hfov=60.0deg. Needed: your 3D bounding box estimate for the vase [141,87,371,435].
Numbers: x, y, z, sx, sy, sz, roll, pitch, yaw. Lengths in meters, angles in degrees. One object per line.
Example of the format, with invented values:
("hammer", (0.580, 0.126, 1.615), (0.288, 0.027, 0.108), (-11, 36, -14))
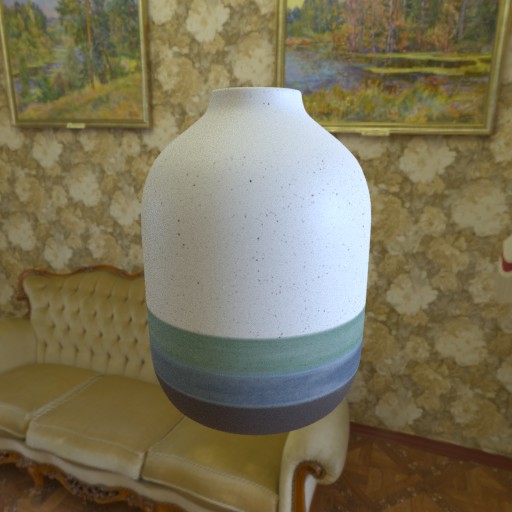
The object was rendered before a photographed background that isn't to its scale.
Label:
("vase", (0.000, 0.000, 0.344), (0.169, 0.240, 0.169), (0, 15, 0))
